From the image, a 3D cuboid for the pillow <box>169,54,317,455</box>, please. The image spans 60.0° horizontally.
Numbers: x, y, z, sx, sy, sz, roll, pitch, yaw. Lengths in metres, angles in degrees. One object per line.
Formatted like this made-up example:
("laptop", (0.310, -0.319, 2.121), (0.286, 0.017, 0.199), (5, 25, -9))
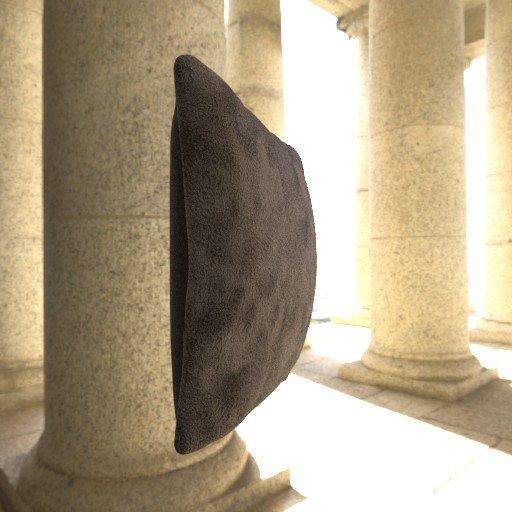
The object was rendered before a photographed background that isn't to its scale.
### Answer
("pillow", (0.000, 0.000, 0.798), (0.204, 0.520, 0.522), (0, 0, 18))
